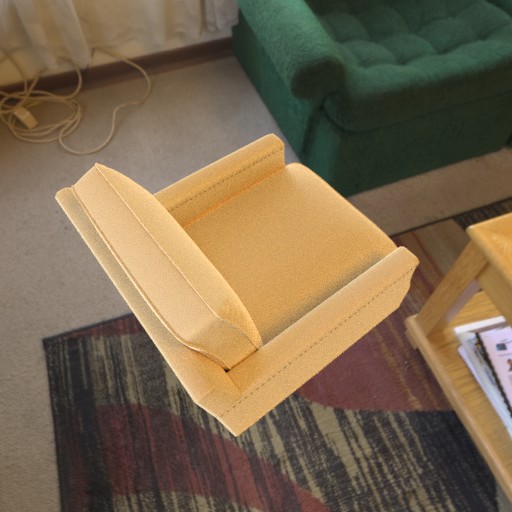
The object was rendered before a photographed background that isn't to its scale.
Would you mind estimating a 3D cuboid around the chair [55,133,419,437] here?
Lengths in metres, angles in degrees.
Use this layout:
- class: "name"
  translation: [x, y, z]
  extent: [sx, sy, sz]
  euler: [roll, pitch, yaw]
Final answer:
- class: "chair"
  translation: [0.000, 0.000, 1.697]
  extent: [1.014, 0.943, 0.853]
  euler: [-33, 63, -20]
